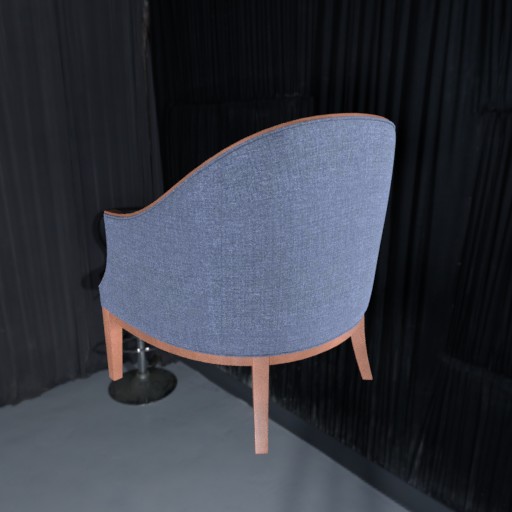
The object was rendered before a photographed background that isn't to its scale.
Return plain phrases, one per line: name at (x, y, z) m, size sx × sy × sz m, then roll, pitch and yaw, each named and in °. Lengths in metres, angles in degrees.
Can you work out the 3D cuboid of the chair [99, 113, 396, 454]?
chair at (0.000, 0.000, 1.446) m, size 0.803 × 0.876 × 0.735 m, roll -15°, pitch 22°, yaw -42°
